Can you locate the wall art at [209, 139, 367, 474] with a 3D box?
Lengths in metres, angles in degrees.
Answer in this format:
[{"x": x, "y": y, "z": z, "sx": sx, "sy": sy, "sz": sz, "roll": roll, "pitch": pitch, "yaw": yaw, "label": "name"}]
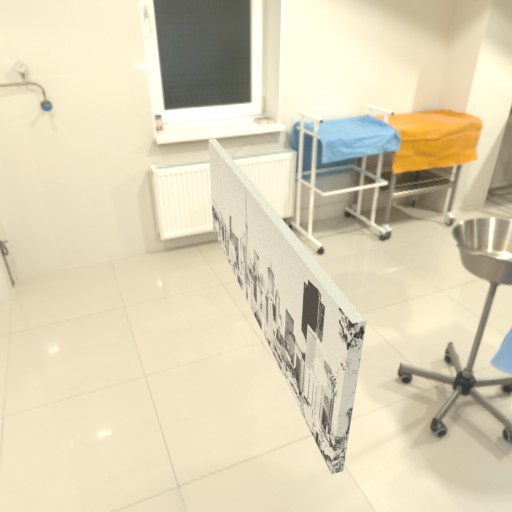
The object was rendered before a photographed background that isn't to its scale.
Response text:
[{"x": 0.000, "y": 0.000, "z": 1.695, "sx": 0.039, "sy": 0.507, "sz": 1.520, "roll": -8, "pitch": 31, "yaw": -14, "label": "wall art"}]
